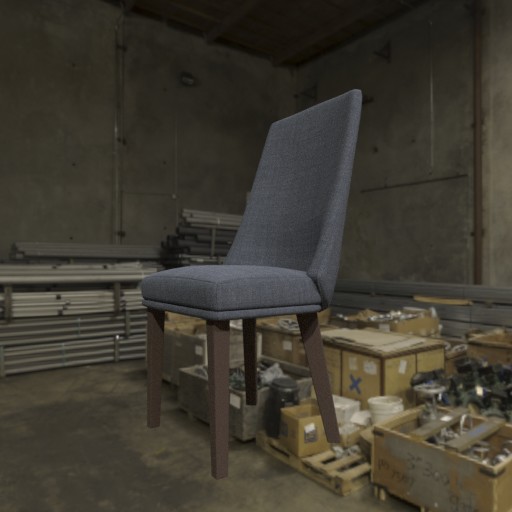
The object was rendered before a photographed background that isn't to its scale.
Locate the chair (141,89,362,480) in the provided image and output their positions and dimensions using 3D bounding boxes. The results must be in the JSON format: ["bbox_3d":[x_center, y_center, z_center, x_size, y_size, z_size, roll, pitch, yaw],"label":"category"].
[{"bbox_3d":[0.000,0.000,1.355,0.577,1.050,0.510,1,-1,-36],"label":"chair"}]
